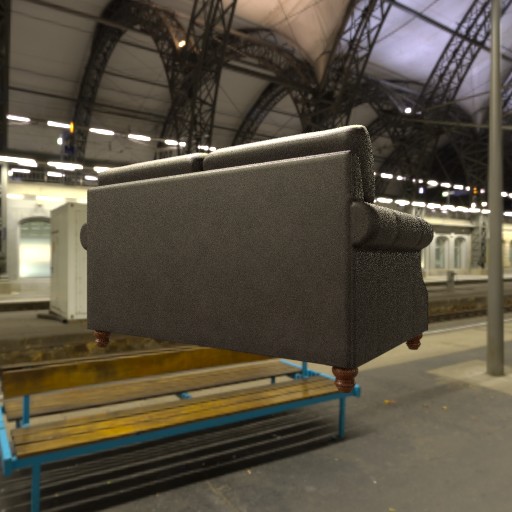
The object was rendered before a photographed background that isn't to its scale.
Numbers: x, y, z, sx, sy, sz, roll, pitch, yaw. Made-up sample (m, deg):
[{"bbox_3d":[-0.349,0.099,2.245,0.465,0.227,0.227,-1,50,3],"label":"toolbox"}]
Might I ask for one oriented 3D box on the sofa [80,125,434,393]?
[{"bbox_3d":[0.000,0.000,2.363,1.663,0.979,1.030,0,0,35],"label":"sofa"}]
